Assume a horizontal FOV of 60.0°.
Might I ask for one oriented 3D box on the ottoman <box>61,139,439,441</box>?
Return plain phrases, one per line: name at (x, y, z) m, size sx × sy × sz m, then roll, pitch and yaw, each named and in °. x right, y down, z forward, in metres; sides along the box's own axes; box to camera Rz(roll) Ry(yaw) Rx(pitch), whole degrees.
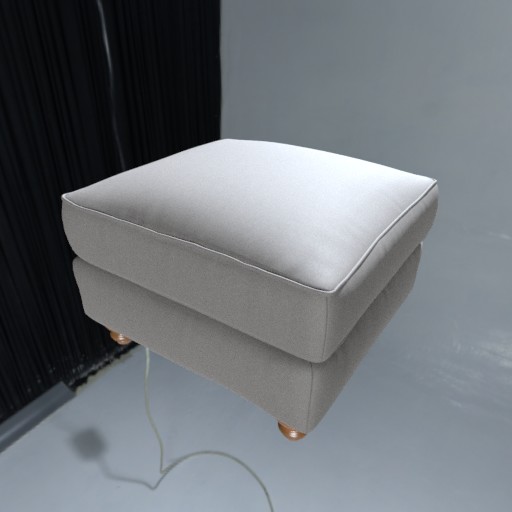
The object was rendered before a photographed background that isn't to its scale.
ottoman at (0.000, 0.000, 1.153) m, size 0.721 × 0.505 × 0.662 m, roll 19°, pitch 35°, yaw 30°
